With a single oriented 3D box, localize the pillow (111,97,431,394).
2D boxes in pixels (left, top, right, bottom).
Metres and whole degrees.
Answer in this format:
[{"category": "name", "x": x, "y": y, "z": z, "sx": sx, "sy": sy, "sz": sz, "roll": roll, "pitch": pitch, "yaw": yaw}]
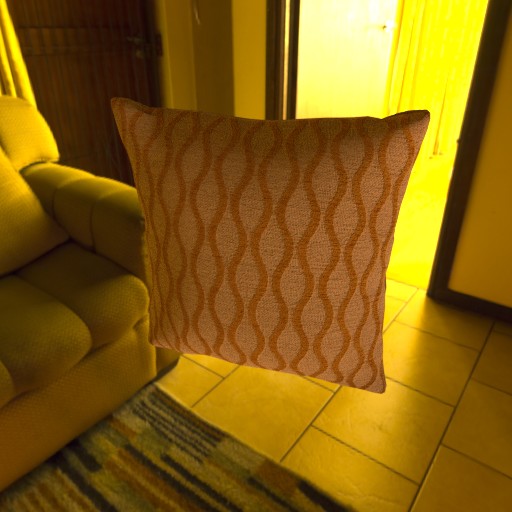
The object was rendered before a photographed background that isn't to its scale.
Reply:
[{"category": "pillow", "x": 0.000, "y": 0.000, "z": 0.659, "sx": 0.429, "sy": 0.436, "sz": 0.159, "roll": 8, "pitch": 29, "yaw": 15}]
